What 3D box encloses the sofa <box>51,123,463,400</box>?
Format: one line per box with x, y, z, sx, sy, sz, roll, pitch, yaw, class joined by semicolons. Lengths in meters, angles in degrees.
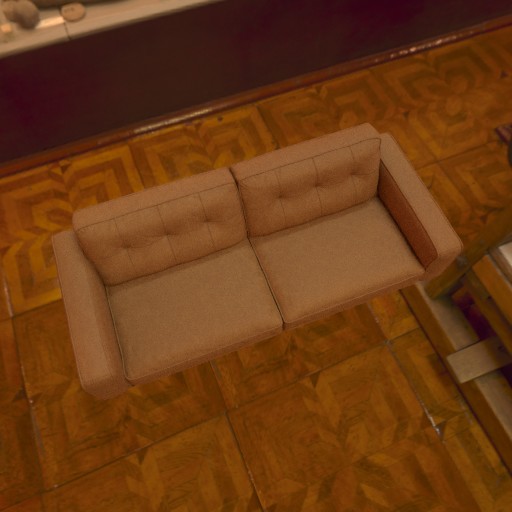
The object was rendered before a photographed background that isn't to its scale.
0.000;0.000;2.743;2.270;0.780;0.953;-19;65;-9;sofa
